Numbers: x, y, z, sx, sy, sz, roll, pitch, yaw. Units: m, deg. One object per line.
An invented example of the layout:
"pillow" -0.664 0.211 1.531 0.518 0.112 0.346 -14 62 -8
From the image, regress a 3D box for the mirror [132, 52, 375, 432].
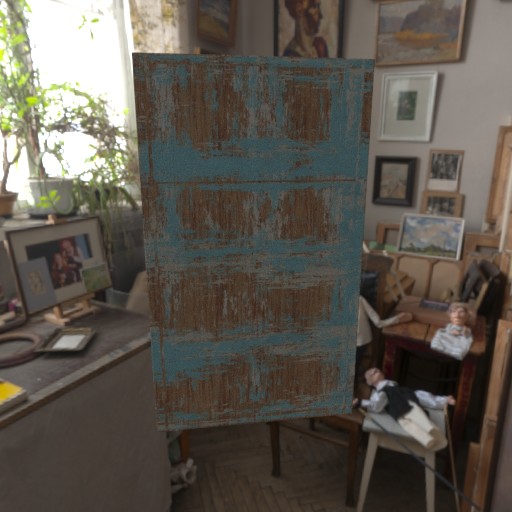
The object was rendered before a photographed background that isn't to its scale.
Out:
"mirror" 0.000 0.000 1.470 0.707 1.213 0.083 -2 15 -9
